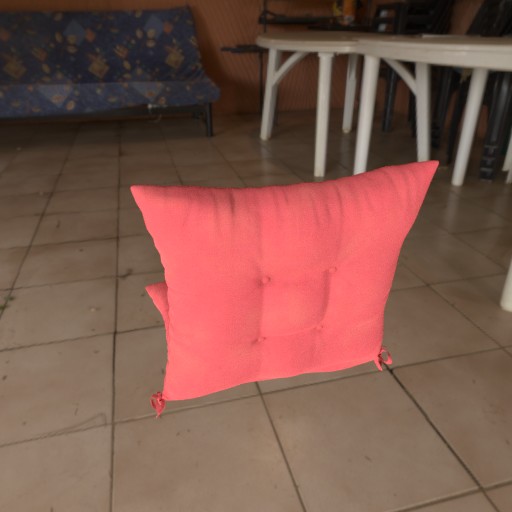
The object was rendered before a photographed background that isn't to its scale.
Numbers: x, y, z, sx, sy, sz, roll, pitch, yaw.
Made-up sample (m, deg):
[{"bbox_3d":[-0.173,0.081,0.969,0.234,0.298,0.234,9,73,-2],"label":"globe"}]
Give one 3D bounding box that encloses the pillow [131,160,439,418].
[{"bbox_3d":[0.000,0.000,1.009,0.541,0.536,0.585,-8,28,-14],"label":"pillow"}]
